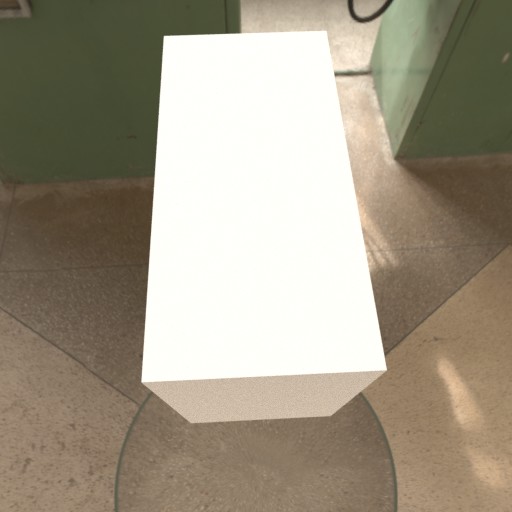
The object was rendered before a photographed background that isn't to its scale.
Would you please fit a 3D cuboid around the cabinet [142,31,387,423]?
[{"bbox_3d":[0.000,0.000,1.212,0.398,0.761,0.800,-2,64,-1],"label":"cabinet"}]
